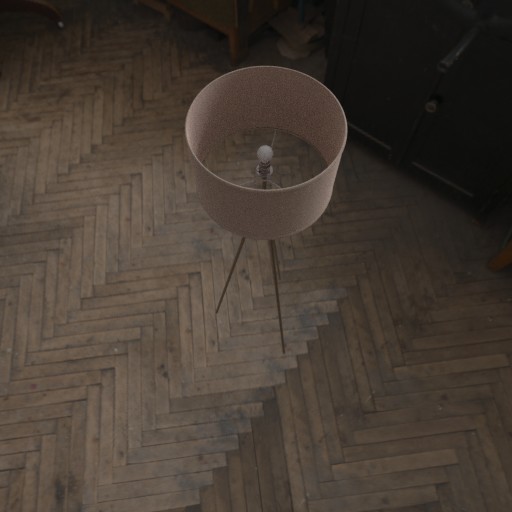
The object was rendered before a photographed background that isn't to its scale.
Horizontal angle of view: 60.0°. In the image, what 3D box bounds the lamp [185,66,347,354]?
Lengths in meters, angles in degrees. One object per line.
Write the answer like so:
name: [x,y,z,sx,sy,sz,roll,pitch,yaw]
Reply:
lamp: [0.000,0.000,1.811,0.460,1.545,0.449,-1,64,-1]
